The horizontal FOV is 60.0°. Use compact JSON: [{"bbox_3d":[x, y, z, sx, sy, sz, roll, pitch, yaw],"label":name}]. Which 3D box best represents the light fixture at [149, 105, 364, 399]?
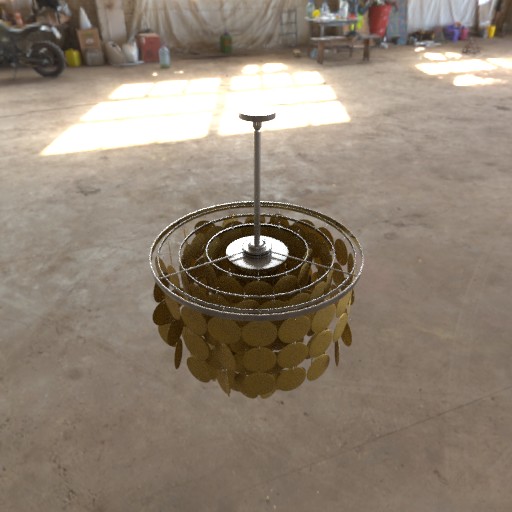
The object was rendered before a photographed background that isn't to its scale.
[{"bbox_3d":[0.000,0.000,0.759,0.368,0.492,0.368,0,33,0],"label":"light fixture"}]
